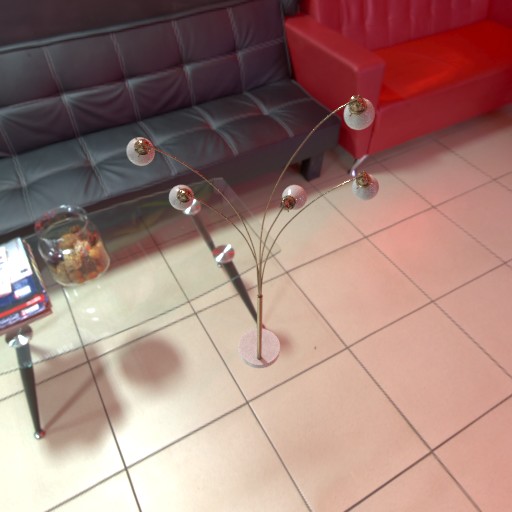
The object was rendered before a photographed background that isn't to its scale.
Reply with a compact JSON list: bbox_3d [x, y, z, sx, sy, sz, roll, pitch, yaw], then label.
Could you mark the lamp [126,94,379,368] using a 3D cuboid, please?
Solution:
[{"bbox_3d":[0.000,0.000,2.978,1.405,2.423,0.361,2,48,2],"label":"lamp"}]
